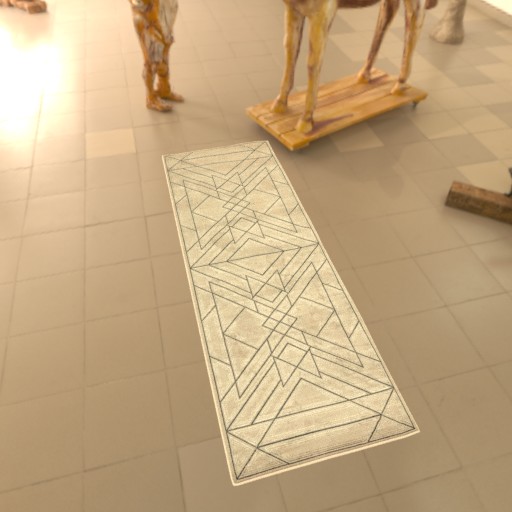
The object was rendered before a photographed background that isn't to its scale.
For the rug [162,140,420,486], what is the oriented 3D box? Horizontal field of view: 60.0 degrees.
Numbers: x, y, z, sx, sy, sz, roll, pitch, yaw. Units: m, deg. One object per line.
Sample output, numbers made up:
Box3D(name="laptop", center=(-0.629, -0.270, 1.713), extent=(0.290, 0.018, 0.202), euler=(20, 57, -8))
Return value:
Box3D(name="rug", center=(0.000, 0.000, 2.616), extent=(0.831, 0.036, 2.381), euler=(-11, 48, -10))
